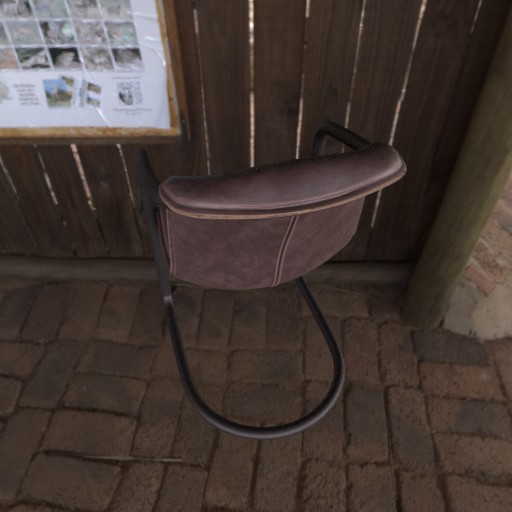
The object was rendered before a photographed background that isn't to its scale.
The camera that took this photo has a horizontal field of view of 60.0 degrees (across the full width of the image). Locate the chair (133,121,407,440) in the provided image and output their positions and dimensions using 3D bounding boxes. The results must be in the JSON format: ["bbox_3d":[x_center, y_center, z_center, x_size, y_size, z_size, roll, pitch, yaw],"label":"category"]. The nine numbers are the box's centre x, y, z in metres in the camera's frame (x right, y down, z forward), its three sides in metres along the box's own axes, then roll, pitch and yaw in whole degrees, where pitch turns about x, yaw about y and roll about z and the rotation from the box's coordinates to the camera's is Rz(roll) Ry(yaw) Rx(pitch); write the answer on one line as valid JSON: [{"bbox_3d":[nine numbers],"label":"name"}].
[{"bbox_3d":[0.000,0.000,1.218,0.536,0.836,0.664,-12,43,-13],"label":"chair"}]
